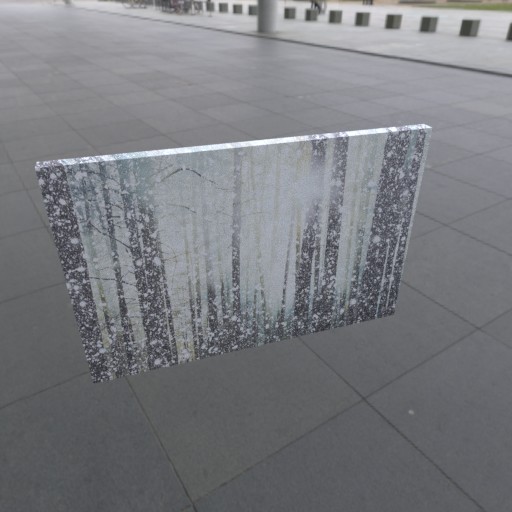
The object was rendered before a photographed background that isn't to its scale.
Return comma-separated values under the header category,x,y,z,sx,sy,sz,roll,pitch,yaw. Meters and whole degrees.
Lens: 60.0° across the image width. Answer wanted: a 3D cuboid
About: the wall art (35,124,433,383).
category,x,y,z,sx,sy,sz,roll,pitch,yaw
wall art,0.000,0.000,1.157,0.919,0.598,0.038,-10,33,-15
